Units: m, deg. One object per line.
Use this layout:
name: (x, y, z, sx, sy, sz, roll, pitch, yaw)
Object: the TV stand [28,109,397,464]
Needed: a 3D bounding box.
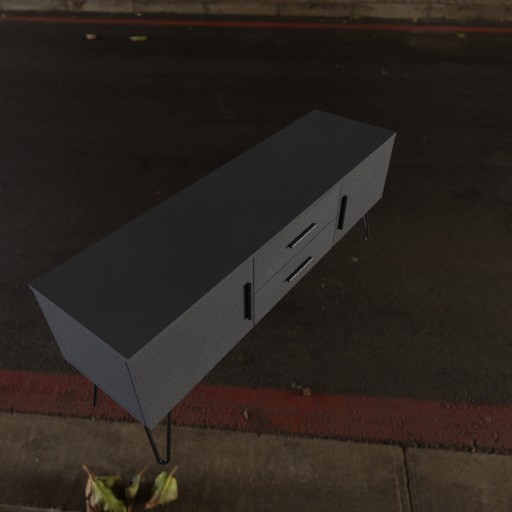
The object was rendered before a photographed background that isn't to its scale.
TV stand: (0.000, 0.000, 1.648, 0.400, 0.560, 1.400, 26, 47, 27)
